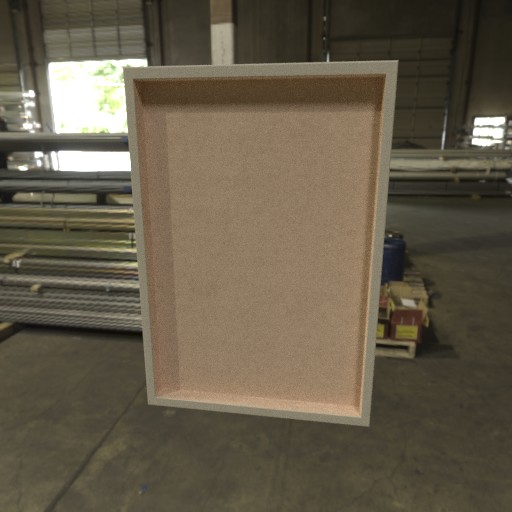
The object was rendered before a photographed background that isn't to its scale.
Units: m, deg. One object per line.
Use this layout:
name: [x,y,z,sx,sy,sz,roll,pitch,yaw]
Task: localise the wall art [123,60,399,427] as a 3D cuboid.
wall art: [0.000,0.000,0.764,0.418,0.608,0.038,3,16,9]
